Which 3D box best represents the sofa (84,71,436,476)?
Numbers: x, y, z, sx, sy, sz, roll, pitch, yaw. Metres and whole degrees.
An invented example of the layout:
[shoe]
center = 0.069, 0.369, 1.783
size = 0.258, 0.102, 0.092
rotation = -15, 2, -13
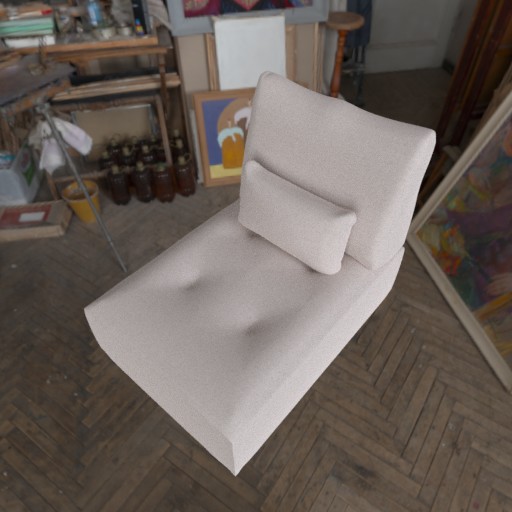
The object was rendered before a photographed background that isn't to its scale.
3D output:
[sofa]
center = 0.000, 0.000, 1.533
size = 0.700, 0.820, 1.000
rotation = 32, 54, 27
